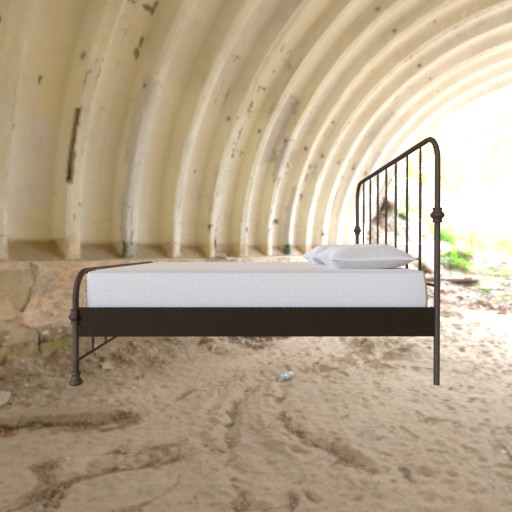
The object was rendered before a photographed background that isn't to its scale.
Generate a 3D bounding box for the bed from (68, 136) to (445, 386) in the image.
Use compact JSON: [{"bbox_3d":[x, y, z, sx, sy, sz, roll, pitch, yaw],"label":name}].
[{"bbox_3d":[0.000,0.000,3.504,2.134,1.446,2.044,0,1,0],"label":"bed"}]
